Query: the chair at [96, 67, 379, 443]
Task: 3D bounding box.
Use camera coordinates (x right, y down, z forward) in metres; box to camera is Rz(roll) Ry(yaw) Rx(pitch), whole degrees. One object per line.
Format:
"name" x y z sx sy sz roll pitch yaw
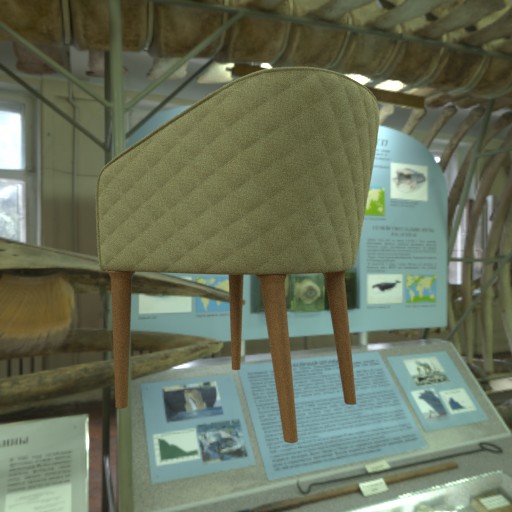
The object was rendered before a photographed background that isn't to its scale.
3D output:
"chair" 0.000 0.000 1.173 0.616 0.775 0.584 0 1 37
